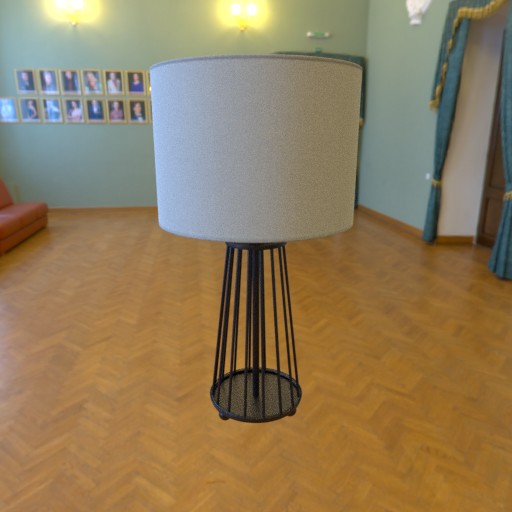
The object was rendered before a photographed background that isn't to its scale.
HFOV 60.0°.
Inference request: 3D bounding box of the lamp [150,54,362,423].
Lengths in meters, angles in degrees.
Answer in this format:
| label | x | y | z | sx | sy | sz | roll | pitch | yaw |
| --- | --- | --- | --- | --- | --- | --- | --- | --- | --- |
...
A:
| label | x | y | z | sx | sy | sz | roll | pitch | yaw |
| --- | --- | --- | --- | --- | --- | --- | --- | --- | --- |
| lamp | 0.000 | 0.000 | 0.767 | 0.322 | 0.593 | 0.322 | -3 | 16 | -9 |
